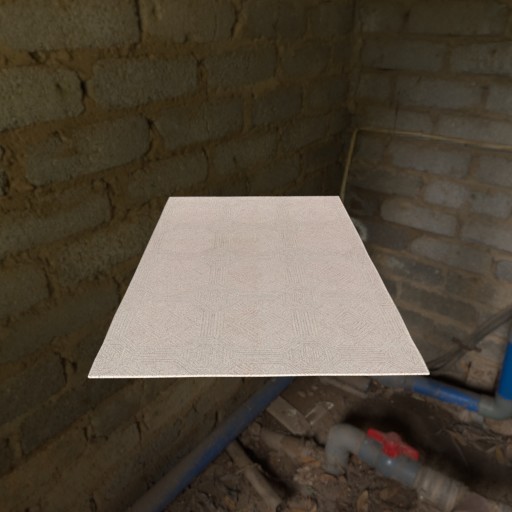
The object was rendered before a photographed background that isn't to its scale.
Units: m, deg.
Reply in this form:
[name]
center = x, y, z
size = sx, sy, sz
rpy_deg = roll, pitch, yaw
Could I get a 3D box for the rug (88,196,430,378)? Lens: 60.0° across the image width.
[rug]
center = 0.000, 0.000, 2.399
size = 1.236, 0.009, 1.839
rpy_deg = 0, 28, -1
